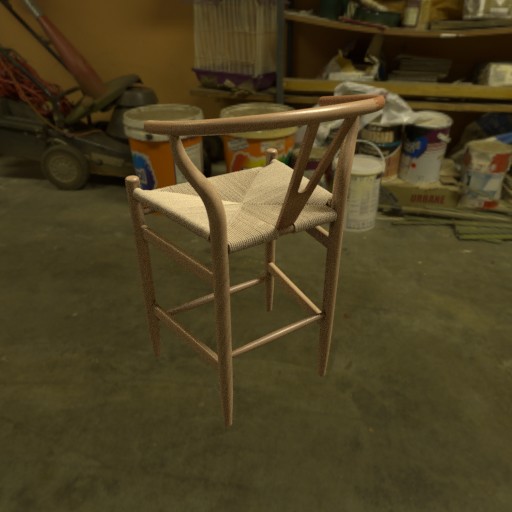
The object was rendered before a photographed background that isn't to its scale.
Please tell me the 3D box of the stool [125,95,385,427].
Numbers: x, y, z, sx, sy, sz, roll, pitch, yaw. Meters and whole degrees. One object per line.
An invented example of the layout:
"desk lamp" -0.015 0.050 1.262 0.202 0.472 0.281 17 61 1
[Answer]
"stool" 0.000 0.000 1.265 0.536 0.923 0.575 -18 35 -29
